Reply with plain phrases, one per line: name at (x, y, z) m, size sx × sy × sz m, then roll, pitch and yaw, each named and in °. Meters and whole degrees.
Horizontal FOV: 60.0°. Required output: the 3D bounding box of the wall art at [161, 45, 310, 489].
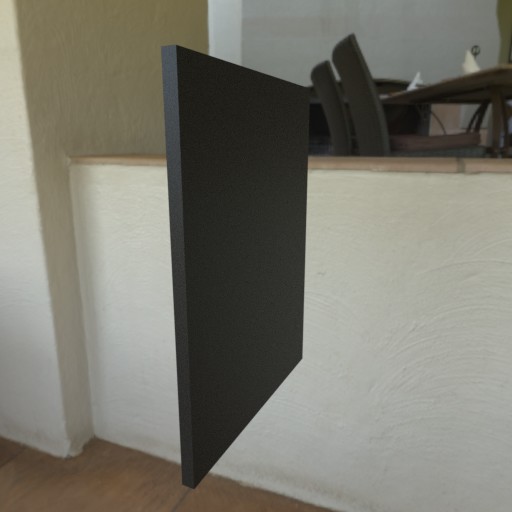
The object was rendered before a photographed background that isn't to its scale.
wall art at (0.000, 0.000, 1.378) m, size 0.038 × 1.062 × 0.806 m, roll 7°, pitch 16°, yaw 25°
